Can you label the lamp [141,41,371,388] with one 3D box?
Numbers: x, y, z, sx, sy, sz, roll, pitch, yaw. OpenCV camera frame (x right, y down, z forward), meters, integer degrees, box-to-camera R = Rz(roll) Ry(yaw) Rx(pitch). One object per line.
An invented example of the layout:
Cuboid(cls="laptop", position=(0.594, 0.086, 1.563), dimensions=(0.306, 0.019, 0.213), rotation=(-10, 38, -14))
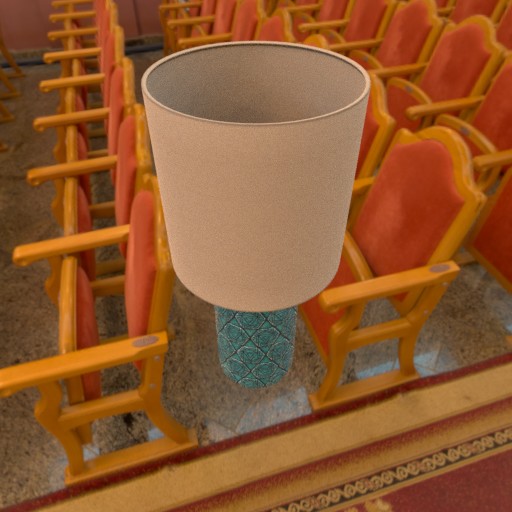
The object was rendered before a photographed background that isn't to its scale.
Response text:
Cuboid(cls="lamp", position=(0.000, 0.000, 0.745), dimensions=(0.278, 0.597, 0.278), rotation=(-11, 43, -12))
